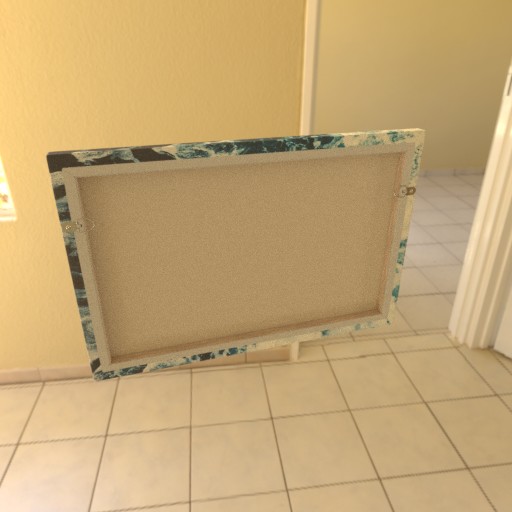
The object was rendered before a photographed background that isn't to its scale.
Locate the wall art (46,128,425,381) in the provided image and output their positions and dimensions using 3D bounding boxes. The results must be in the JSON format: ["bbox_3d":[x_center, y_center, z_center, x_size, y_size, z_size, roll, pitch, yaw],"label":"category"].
[{"bbox_3d":[0.000,0.000,1.966,1.524,1.017,0.055,-8,28,-15],"label":"wall art"}]
